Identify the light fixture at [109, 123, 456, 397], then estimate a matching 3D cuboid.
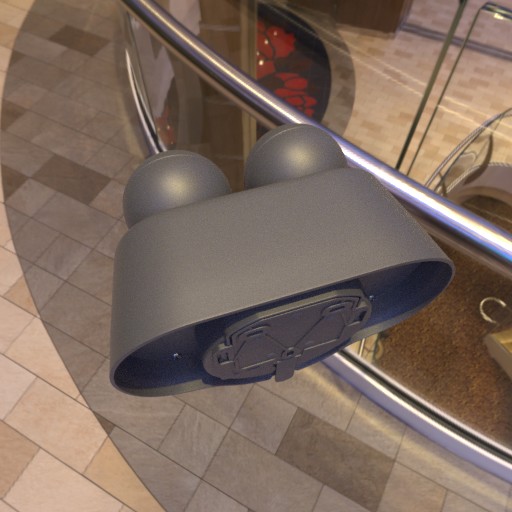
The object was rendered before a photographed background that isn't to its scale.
[{"bbox_3d":[0.000,0.000,0.343,0.229,0.159,0.159,-15,60,-9],"label":"light fixture"}]
